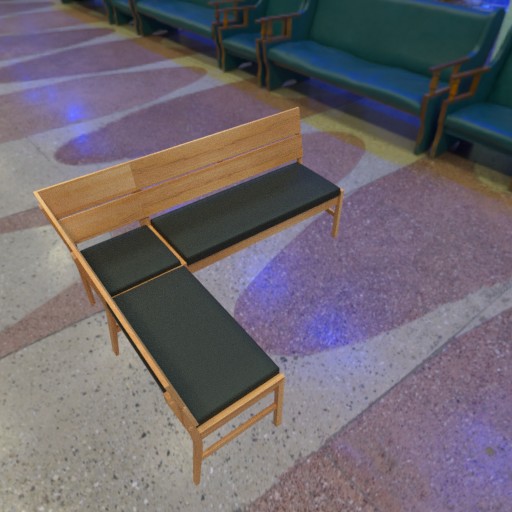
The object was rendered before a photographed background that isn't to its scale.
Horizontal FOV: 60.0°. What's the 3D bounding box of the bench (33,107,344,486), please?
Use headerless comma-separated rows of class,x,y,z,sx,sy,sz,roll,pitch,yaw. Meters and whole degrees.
bench,0.000,0.000,2.733,1.948,0.890,1.548,-26,48,-27
